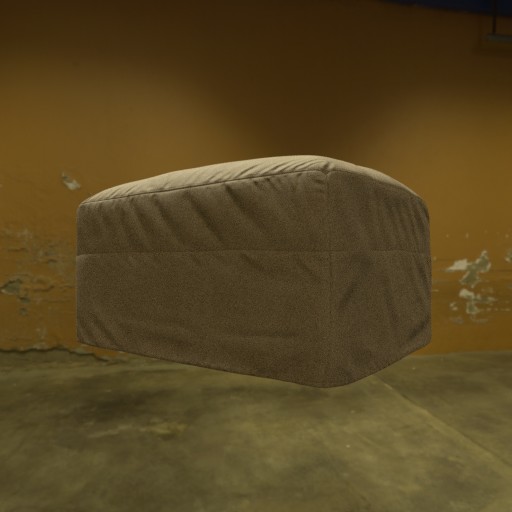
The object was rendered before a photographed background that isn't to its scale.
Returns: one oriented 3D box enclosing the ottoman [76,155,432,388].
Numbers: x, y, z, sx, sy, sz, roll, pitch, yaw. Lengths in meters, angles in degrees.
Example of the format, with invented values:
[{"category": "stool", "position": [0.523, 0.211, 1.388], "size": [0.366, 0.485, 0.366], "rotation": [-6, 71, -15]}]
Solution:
[{"category": "ottoman", "position": [0.000, 0.000, 1.266], "size": [0.837, 0.481, 0.683], "rotation": [0, -1, 36]}]
